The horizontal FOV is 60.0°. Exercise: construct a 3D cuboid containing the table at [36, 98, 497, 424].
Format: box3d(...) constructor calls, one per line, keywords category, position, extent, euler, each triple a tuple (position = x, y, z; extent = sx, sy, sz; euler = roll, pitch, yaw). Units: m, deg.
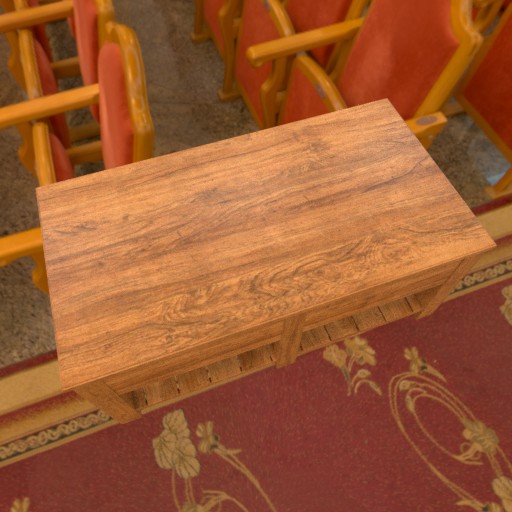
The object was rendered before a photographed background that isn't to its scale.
box3d(category="table", position=(0.000, 0.000, 1.449), extent=(1.150, 0.480, 0.635), euler=(-17, 61, -10))
